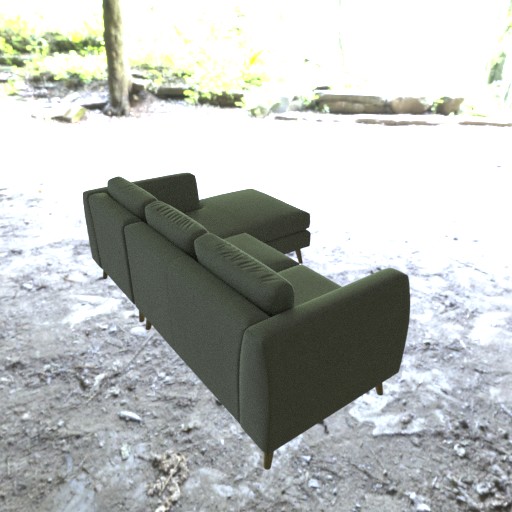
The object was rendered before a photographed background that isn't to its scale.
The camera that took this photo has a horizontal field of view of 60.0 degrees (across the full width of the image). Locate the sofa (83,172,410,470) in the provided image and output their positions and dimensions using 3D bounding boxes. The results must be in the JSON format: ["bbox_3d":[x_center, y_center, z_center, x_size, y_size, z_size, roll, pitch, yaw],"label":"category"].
[{"bbox_3d":[0.000,0.000,2.992,1.580,0.860,2.300,-18,32,-32],"label":"sofa"}]
